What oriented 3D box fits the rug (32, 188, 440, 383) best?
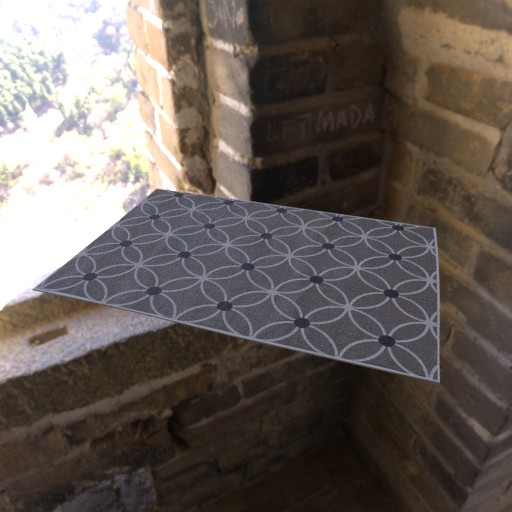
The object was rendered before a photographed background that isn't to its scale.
[{"bbox_3d":[0.000,0.000,2.921,2.284,0.008,1.522,10,34,15],"label":"rug"}]
